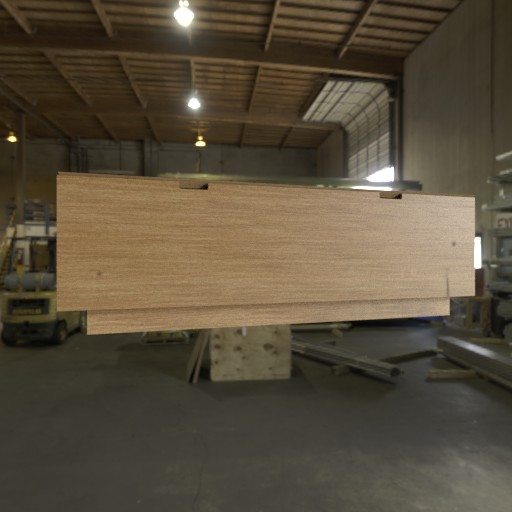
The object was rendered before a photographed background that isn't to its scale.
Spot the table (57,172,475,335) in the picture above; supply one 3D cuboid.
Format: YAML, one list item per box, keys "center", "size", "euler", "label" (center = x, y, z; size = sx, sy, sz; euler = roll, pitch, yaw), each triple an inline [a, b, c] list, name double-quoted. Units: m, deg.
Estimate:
- center: [0.000, 0.000, 1.425]
  size: [1.110, 0.353, 0.678]
  euler: [0, 0, -19]
  label: "table"
